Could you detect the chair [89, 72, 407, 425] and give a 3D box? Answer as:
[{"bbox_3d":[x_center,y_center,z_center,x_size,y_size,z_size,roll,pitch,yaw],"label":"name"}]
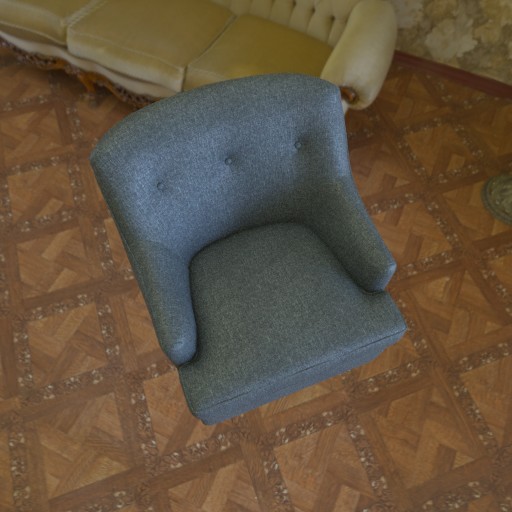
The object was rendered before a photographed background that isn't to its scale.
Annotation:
[{"bbox_3d":[0.000,0.000,1.620,0.864,0.856,0.923,-19,63,-10],"label":"chair"}]
